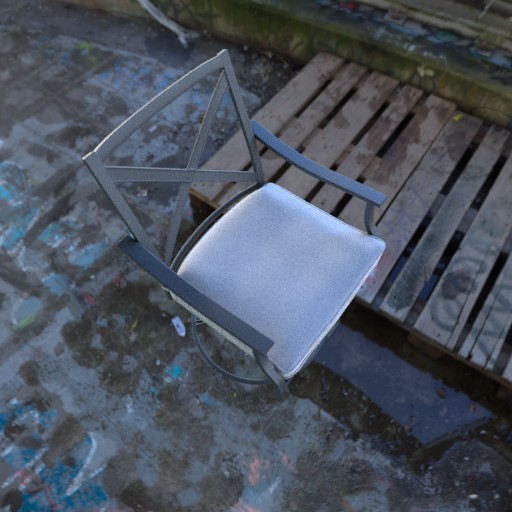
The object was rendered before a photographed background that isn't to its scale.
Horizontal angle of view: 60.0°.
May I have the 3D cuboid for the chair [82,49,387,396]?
[{"bbox_3d":[0.000,0.000,1.352,0.620,0.889,0.575,33,64,18],"label":"chair"}]
